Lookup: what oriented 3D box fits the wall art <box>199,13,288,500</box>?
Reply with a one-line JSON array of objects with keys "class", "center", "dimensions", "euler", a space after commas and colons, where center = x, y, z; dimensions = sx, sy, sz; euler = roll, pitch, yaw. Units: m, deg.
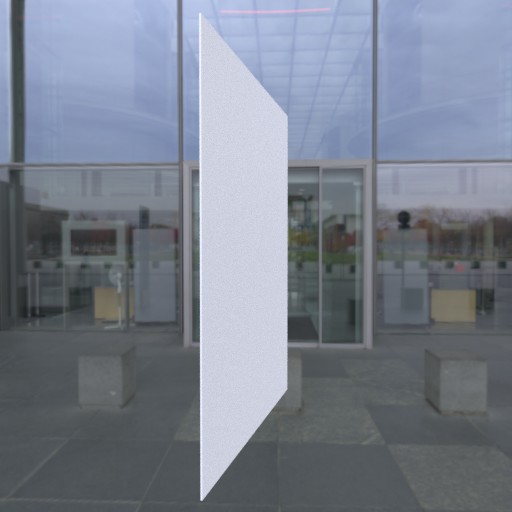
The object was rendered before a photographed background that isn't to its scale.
[{"class": "wall art", "center": [0.000, 0.000, 0.772], "dimensions": [0.003, 0.610, 0.457], "euler": [0, 1, 18]}]
